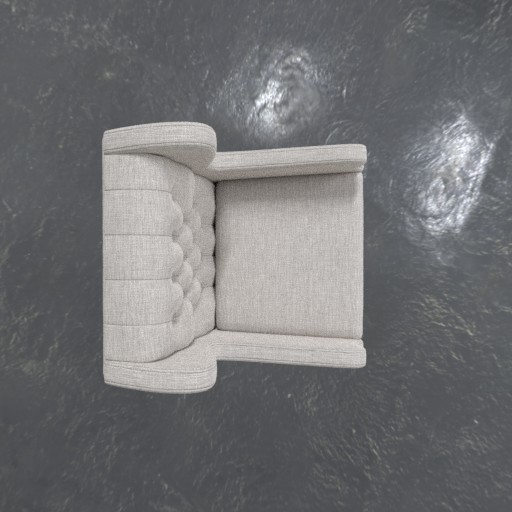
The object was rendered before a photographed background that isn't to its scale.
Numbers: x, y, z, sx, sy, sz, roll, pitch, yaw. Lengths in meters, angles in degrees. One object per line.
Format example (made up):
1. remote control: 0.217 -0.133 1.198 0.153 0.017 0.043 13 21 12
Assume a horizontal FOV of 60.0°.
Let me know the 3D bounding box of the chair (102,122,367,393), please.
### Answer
1. chair: 0.000 0.000 1.506 0.760 0.930 0.710 0 91 0
